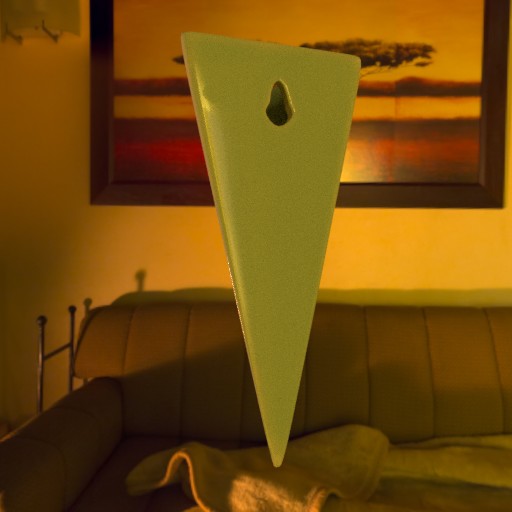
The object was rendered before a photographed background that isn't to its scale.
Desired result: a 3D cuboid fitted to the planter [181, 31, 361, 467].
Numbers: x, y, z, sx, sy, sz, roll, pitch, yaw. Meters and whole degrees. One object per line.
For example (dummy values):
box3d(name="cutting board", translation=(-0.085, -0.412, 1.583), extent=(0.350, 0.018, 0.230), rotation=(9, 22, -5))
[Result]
box3d(name="planter", translation=(0.000, 0.000, 0.215), extent=(0.080, 0.178, 0.064), rotation=(0, 1, -17))
